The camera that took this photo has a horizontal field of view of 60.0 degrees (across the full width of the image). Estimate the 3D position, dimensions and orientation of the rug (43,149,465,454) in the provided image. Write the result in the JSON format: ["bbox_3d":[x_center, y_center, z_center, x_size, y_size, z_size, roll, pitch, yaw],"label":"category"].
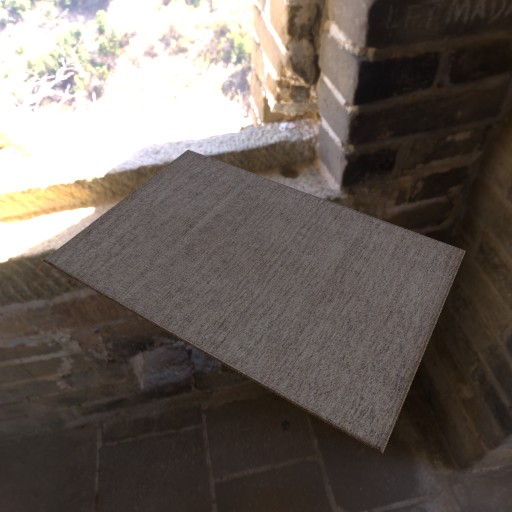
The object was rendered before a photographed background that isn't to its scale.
[{"bbox_3d":[0.000,0.000,2.291,1.822,0.018,1.211,24,51,21],"label":"rug"}]
